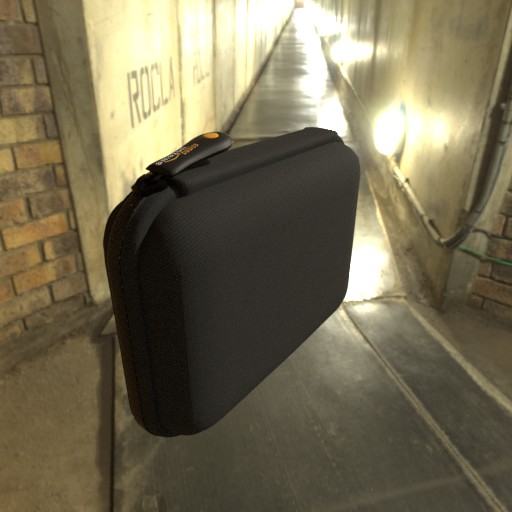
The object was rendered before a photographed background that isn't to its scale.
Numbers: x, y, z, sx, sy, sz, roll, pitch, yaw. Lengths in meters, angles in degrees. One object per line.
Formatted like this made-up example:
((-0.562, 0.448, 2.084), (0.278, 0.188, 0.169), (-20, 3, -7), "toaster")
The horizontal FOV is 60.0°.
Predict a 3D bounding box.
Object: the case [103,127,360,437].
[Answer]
((0.000, 0.000, 0.180), (0.038, 0.105, 0.132), (19, 32, 32), "case")
